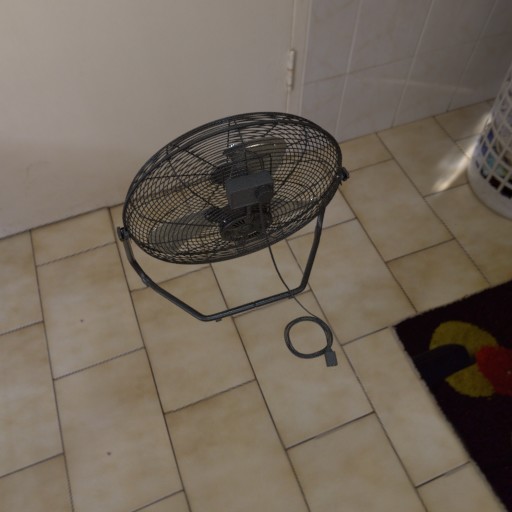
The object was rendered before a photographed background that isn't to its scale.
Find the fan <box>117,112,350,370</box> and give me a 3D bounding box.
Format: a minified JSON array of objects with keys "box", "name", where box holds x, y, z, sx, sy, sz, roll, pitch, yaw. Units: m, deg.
[{"box":[0.000,0.000,0.926,0.555,0.546,0.424,-16,60,-10],"name":"fan"}]
